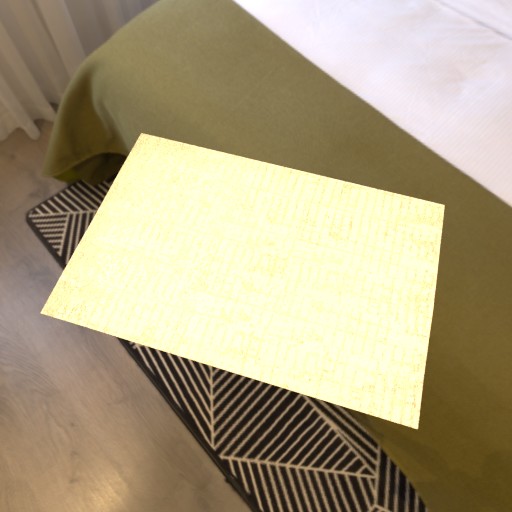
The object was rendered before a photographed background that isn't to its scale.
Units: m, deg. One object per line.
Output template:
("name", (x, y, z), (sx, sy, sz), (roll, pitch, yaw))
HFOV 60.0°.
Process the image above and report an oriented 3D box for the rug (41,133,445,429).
("rug", (0.000, 0.000, 2.303), (1.827, 0.007, 1.211), (15, 63, 8))
